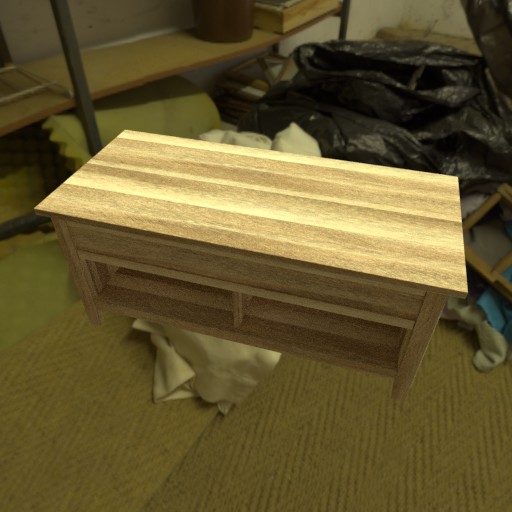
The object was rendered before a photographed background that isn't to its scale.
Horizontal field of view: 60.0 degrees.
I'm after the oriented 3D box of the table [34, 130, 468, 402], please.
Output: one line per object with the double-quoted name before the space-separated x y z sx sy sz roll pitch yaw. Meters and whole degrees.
"table" 0.000 0.000 1.404 1.095 0.480 0.493 11 43 12
